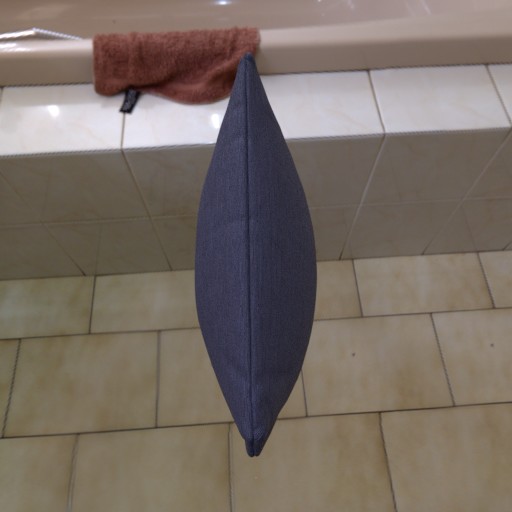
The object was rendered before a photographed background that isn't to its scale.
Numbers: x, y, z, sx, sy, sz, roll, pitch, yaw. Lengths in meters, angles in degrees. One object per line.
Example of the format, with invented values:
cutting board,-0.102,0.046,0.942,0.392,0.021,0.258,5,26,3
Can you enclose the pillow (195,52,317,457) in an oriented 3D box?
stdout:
pillow,0.000,0.000,0.779,0.210,0.338,0.633,-1,63,-1
